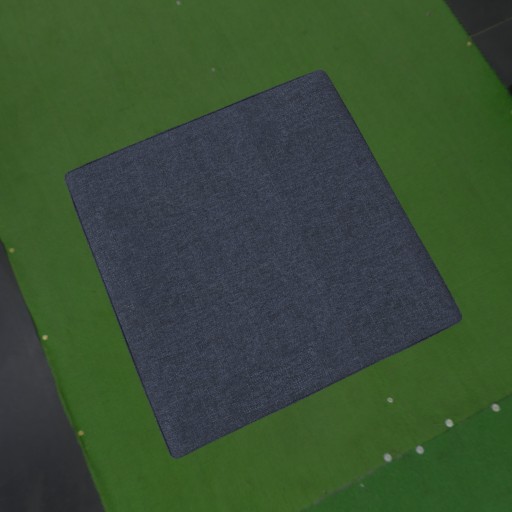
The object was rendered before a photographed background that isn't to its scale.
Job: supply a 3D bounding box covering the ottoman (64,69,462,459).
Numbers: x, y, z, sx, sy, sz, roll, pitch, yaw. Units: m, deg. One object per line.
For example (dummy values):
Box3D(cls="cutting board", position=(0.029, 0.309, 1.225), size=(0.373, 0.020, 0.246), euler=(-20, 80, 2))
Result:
Box3D(cls="ottoman", position=(0.000, 0.000, 1.617), size=(1.017, 0.423, 1.023), euler=(-23, 78, -5))
